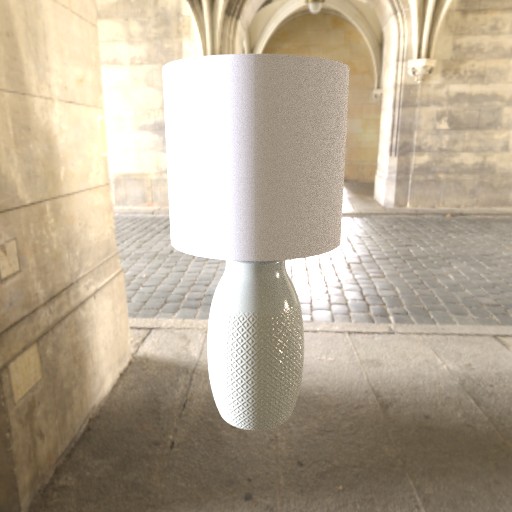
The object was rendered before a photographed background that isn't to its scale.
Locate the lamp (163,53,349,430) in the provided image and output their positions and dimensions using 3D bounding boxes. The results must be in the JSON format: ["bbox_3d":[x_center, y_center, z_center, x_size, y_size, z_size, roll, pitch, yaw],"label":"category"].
[{"bbox_3d":[0.000,0.000,0.582,0.217,0.453,0.217,-14,20,-42],"label":"lamp"}]
